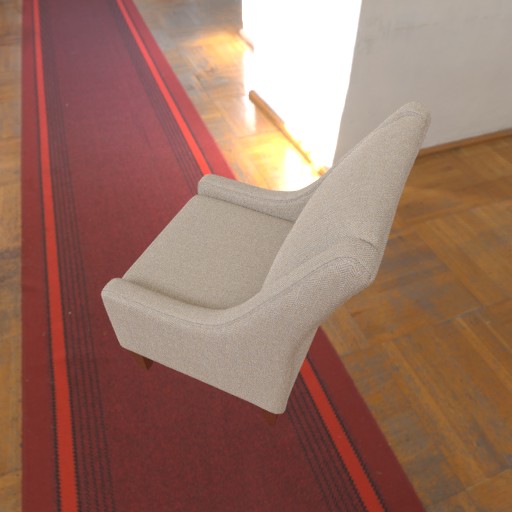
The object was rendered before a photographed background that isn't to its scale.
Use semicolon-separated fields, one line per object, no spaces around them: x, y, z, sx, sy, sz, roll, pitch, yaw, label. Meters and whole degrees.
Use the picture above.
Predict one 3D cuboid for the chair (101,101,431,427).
0.000;0.000;1.606;0.870;1.014;0.774;18;49;17;chair
